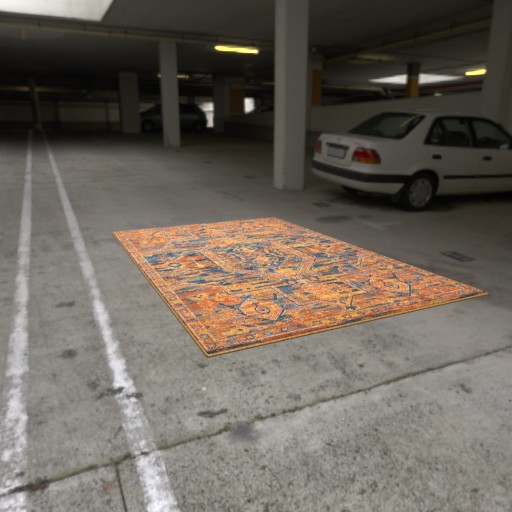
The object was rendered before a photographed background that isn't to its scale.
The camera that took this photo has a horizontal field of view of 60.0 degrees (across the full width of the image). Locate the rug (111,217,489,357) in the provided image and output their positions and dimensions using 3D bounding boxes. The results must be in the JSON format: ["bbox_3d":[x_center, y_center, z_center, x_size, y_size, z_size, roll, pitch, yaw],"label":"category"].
[{"bbox_3d":[0.000,0.000,2.227,1.148,0.013,1.758,-7,17,-25],"label":"rug"}]
